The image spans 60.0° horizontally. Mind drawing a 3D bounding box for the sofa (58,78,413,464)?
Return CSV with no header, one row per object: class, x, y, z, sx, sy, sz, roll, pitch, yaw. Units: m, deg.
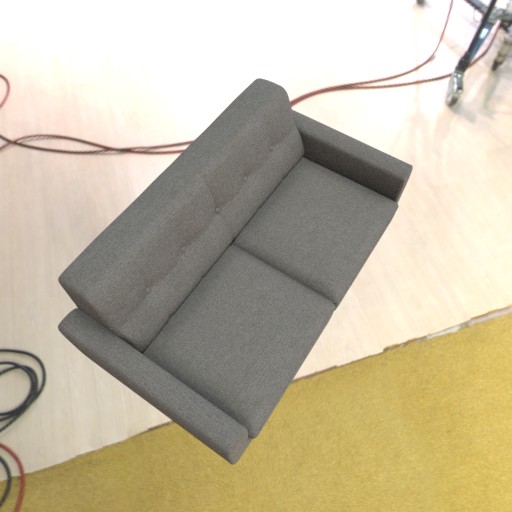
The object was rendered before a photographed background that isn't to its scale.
sofa,0.000,0.000,2.160,0.909,0.841,1.631,30,64,16
